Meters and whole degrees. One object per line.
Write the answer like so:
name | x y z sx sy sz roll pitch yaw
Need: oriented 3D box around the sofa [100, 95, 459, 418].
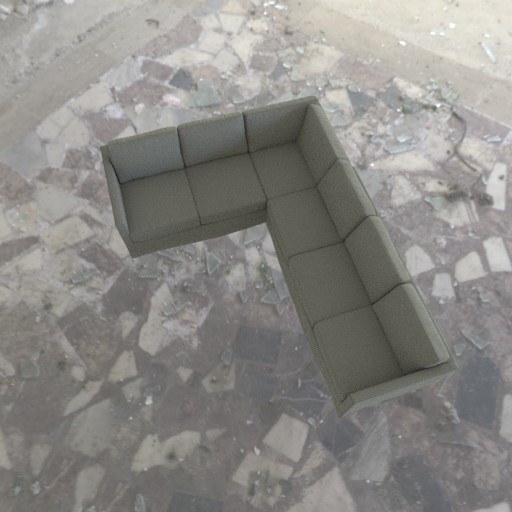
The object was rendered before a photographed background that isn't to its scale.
sofa | 0.000 0.000 4.292 2.432 0.871 3.182 -16 64 -8
